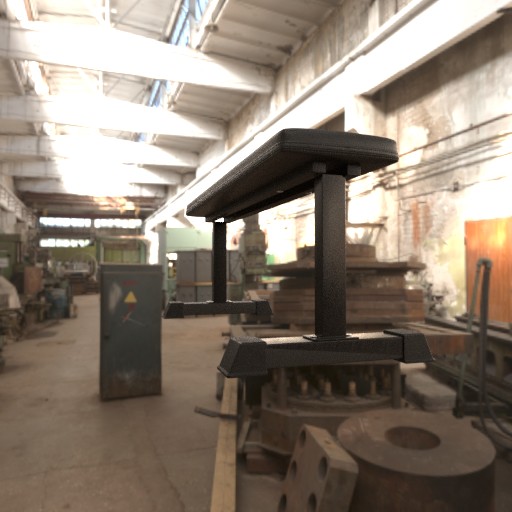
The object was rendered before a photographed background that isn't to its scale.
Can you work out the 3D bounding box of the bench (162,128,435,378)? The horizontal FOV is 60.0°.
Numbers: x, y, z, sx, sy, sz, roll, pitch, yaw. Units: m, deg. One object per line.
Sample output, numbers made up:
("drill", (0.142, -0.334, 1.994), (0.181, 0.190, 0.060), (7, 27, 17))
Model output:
("bench", (0.000, 0.000, 1.324), (0.439, 0.453, 1.072), (0, -2, -18))
